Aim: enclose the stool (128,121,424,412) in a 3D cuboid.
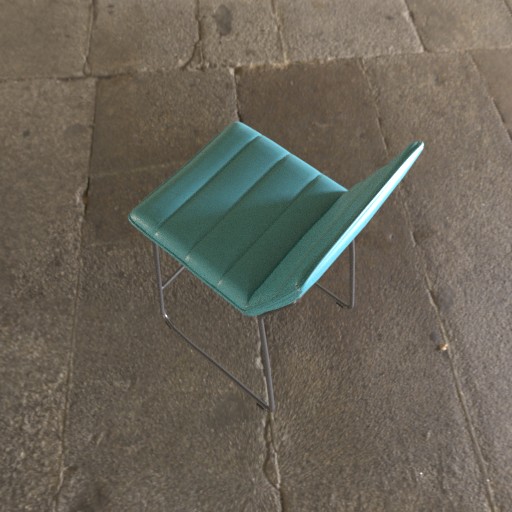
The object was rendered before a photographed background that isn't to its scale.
[{"bbox_3d":[0.000,0.000,1.212,0.524,0.936,0.489,36,68,17],"label":"stool"}]
